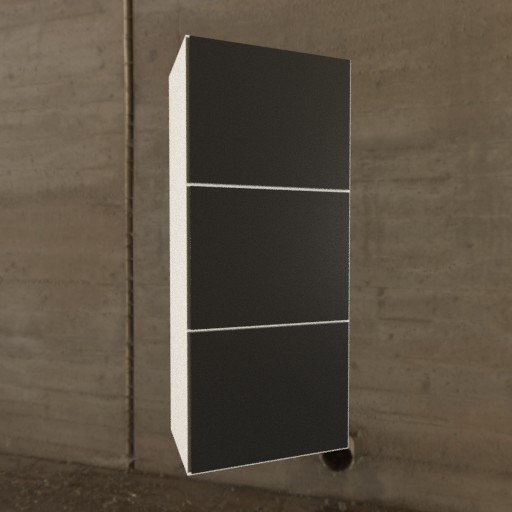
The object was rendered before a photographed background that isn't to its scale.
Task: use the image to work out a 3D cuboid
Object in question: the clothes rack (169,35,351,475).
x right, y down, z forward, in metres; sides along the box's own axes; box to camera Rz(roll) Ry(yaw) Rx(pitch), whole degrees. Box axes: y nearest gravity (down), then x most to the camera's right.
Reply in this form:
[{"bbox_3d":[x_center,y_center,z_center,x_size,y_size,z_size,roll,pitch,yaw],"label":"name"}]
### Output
[{"bbox_3d":[0.000,0.000,1.419,0.500,1.187,0.330,-1,2,-19],"label":"clothes rack"}]
